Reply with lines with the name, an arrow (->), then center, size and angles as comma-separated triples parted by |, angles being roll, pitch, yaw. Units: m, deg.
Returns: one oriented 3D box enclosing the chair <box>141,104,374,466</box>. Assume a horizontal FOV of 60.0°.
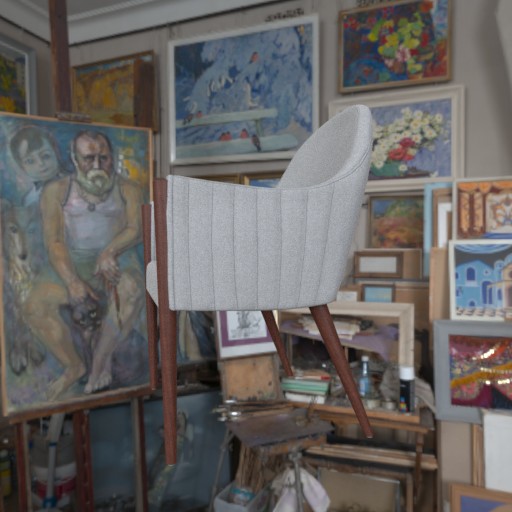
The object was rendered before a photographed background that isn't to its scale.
chair -> 0.000, 0.000, 1.286 | 0.620, 0.889, 0.610 | 0, 1, -17
